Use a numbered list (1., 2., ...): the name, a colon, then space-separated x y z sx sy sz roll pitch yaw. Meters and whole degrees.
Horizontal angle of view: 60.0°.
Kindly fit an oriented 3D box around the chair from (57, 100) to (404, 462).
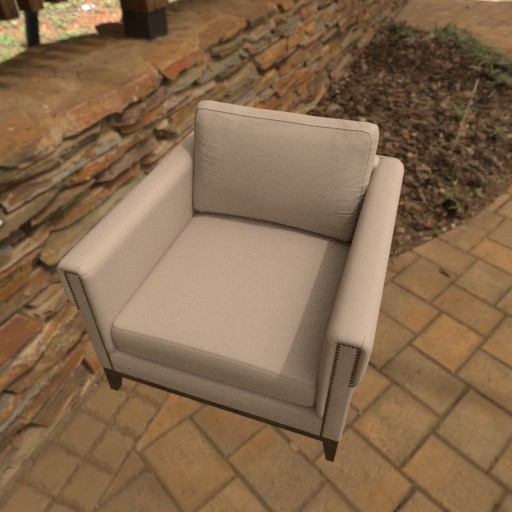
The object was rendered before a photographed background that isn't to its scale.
1. chair: 0.000 0.000 1.652 0.914 0.838 0.959 13 43 14
